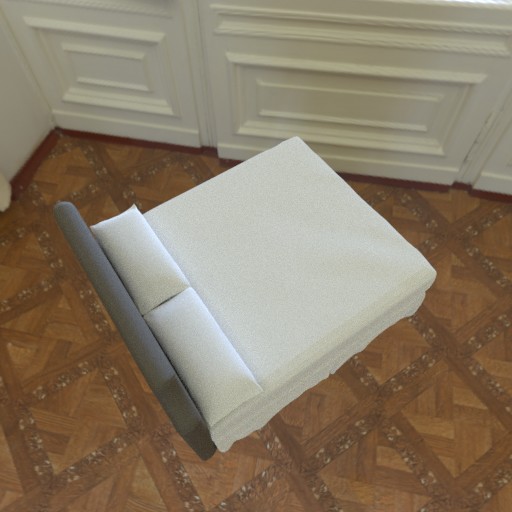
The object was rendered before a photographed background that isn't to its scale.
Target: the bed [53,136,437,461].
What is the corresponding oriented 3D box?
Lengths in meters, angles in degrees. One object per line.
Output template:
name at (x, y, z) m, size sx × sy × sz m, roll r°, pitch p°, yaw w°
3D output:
bed at (0.000, 0.000, 3.898) m, size 2.536 × 1.561 × 2.194 m, roll -31°, pitch 64°, yaw -17°
